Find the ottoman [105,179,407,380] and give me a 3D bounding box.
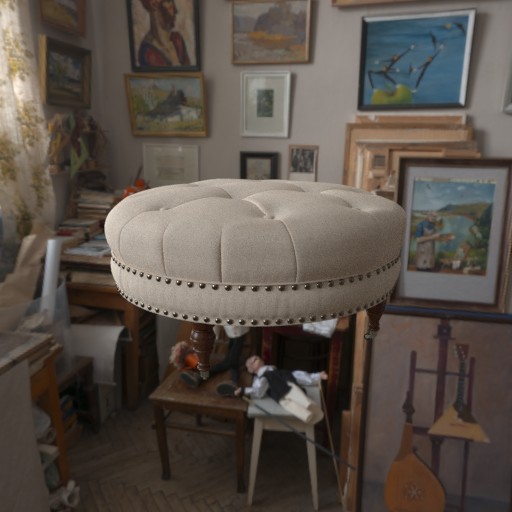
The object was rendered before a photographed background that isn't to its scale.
[{"bbox_3d":[0.000,0.000,1.475,0.940,0.483,0.940,0,15,0],"label":"ottoman"}]
